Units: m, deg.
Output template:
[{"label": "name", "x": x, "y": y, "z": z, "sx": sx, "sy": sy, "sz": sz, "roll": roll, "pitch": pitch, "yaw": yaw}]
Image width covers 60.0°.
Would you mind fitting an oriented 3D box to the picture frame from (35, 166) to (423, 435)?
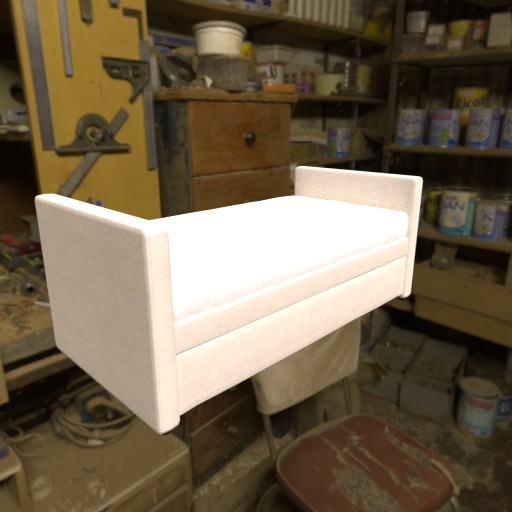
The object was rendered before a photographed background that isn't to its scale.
[{"label": "picture frame", "x": 0.000, "y": 0.000, "z": 2.764, "sx": 1.069, "sy": 0.891, "sz": 2.161, "roll": 16, "pitch": 23, "yaw": 43}]
